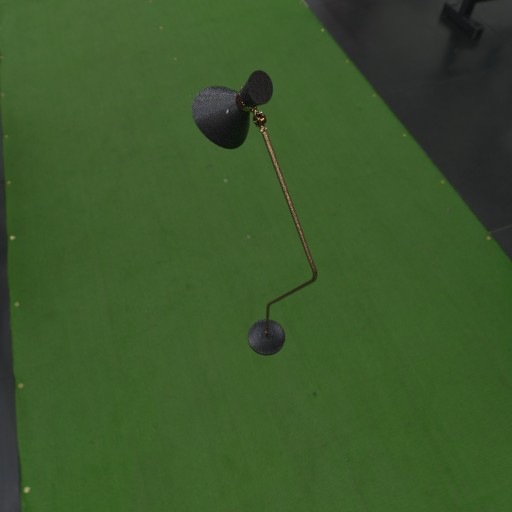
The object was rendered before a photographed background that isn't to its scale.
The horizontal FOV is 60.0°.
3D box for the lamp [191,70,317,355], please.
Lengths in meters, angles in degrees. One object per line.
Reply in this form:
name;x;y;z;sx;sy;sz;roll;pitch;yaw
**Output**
lamp;0.000;0.000;1.630;0.277;1.438;0.467;-14;58;-9
